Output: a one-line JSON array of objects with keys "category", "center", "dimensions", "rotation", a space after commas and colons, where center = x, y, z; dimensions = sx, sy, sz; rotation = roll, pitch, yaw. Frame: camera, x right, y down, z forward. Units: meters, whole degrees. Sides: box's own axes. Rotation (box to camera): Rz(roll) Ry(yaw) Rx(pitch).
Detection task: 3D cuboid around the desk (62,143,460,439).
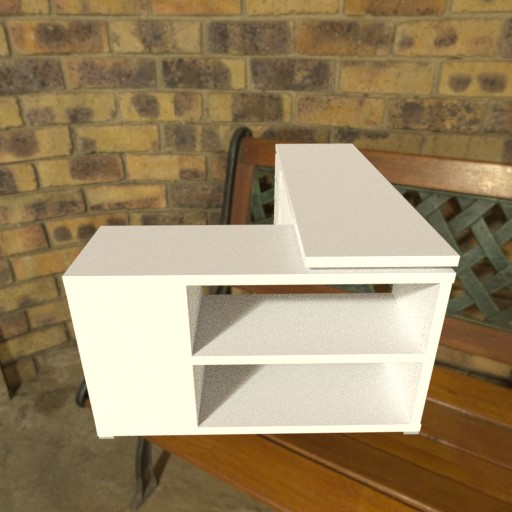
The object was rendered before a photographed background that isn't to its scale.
[{"category": "desk", "center": [0.000, 0.000, 2.170], "dimensions": [1.200, 0.753, 1.524], "rotation": [0, 27, -1]}]
